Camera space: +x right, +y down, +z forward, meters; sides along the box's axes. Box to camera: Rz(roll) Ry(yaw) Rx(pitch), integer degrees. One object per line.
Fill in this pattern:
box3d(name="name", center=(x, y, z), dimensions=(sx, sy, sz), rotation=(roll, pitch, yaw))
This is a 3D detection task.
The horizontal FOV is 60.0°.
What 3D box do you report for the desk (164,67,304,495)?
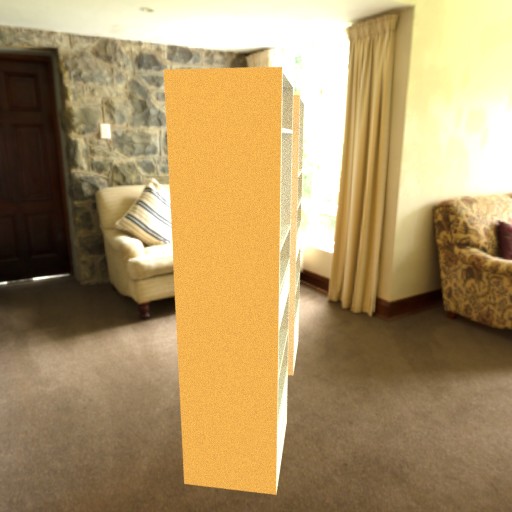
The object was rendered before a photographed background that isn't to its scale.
box3d(name="desk", center=(0.000, 0.000, 2.852), dimensions=(0.480, 2.000, 1.770), rotation=(2, 15, 8))
